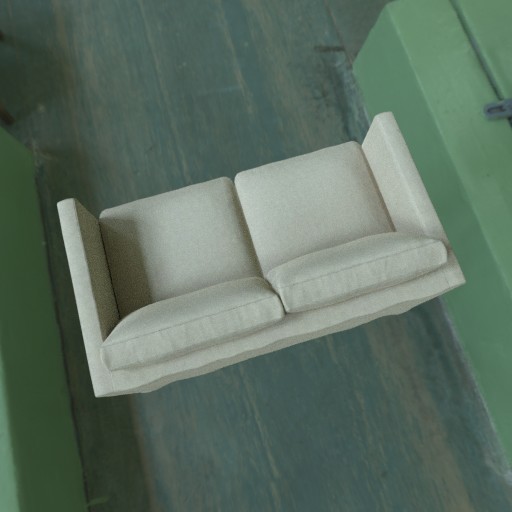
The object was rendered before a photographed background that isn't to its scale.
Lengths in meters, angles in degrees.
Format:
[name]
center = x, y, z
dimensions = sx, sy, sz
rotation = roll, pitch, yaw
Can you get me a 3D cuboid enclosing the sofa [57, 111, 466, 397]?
[sofa]
center = 0.000, 0.000, 2.302
dimensions = 1.719, 0.835, 0.962
rotation = -16, 75, -4
